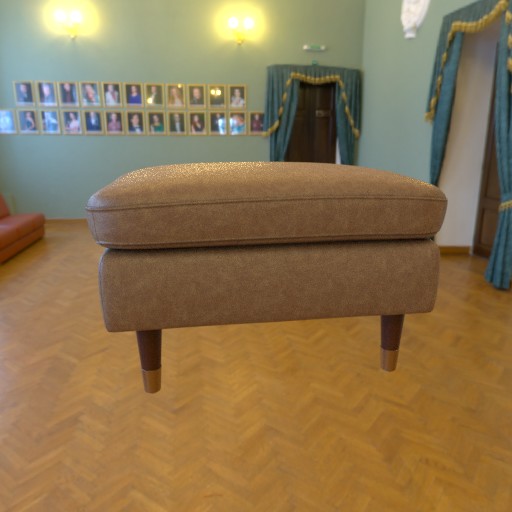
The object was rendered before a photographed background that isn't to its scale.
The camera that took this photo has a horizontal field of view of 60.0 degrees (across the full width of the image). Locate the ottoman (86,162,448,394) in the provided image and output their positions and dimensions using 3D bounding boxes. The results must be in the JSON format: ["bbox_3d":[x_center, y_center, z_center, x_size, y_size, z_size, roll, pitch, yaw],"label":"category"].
[{"bbox_3d":[0.000,0.000,1.155,0.747,0.478,0.593,-2,14,-10],"label":"ottoman"}]
